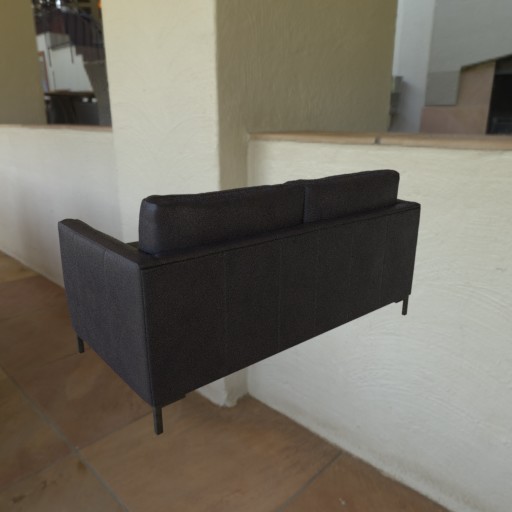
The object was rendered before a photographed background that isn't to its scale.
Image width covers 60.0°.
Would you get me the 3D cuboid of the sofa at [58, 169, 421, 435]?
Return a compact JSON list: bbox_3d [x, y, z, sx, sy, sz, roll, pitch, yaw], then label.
[{"bbox_3d":[0.000,0.000,2.380,1.805,0.883,0.947,-15,22,-40],"label":"sofa"}]
